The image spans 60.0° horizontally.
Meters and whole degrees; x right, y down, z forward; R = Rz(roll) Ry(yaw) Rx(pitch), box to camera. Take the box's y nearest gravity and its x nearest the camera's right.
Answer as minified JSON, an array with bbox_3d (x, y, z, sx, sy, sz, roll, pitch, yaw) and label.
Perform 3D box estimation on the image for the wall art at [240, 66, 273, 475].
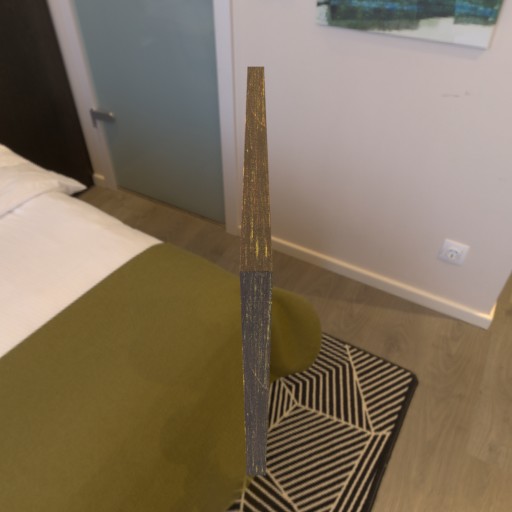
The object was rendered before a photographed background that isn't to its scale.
[{"bbox_3d":[0.000,0.000,0.777,0.032,0.457,0.558,0,42,0],"label":"wall art"}]
